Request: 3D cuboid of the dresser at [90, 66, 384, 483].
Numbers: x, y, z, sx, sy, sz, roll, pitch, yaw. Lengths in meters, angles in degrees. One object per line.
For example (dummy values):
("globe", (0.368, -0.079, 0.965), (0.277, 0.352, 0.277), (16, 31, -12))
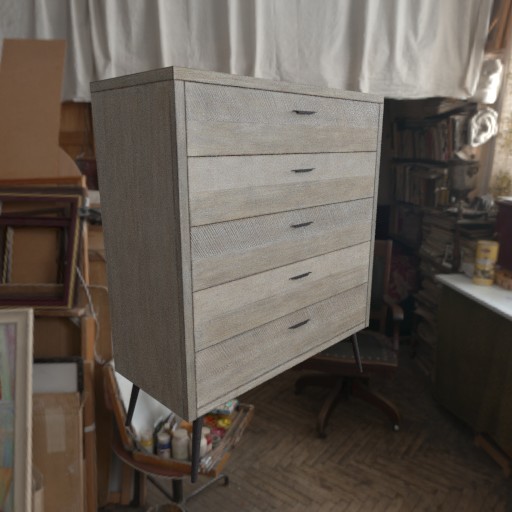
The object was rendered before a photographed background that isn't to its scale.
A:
("dresser", (0.000, 0.000, 1.726), (0.457, 1.219, 1.016), (14, 20, 43))
